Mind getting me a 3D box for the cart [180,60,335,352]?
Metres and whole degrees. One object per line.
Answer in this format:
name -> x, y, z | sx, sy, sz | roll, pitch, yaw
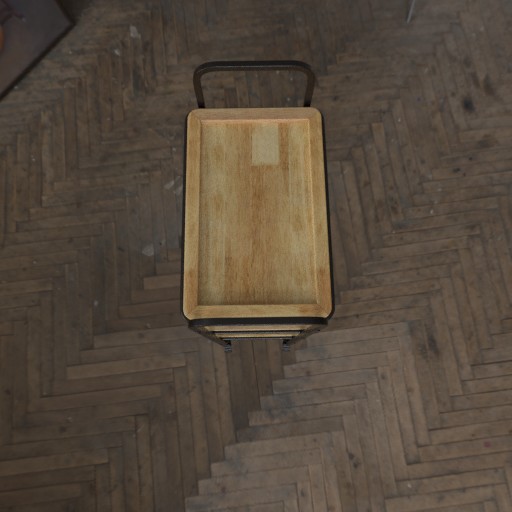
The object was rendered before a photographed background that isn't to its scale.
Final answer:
cart -> 0.000, 0.000, 1.344 | 0.321, 1.080, 0.545 | -1, 76, 0
